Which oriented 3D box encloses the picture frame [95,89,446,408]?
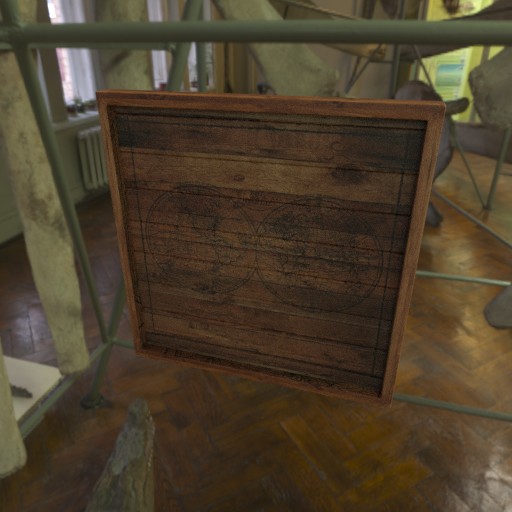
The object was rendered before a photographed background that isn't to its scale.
[{"bbox_3d":[0.000,0.000,0.520,0.352,0.356,0.028,8,28,15],"label":"picture frame"}]
